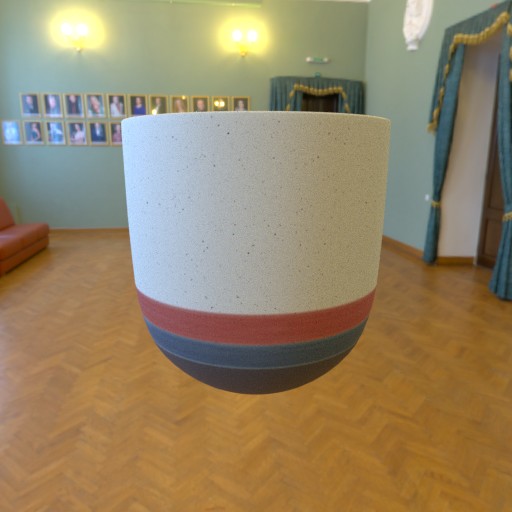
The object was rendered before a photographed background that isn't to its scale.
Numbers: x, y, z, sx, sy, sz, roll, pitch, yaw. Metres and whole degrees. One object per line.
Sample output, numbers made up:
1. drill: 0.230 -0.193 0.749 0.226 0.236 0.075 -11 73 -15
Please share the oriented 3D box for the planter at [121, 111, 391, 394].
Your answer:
1. planter: 0.000 0.000 0.372 0.204 0.214 0.204 0 13 0
